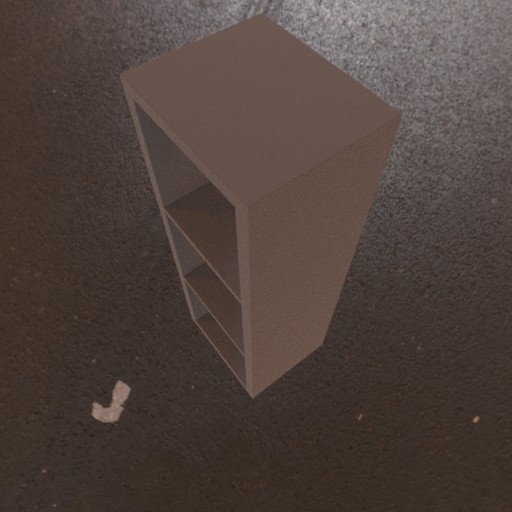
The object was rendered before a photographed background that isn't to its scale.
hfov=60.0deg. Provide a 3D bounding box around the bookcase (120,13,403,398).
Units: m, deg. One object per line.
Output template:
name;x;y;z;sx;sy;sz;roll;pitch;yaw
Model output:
bookcase;0.000;0.000;1.237;0.330;1.080;0.390;-33;64;-19
